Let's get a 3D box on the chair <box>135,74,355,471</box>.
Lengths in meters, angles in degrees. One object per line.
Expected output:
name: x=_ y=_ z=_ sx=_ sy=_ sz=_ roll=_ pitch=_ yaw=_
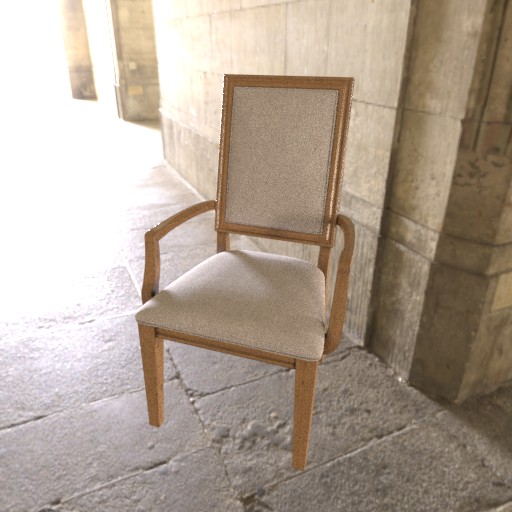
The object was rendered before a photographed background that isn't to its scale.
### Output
chair: x=0.000 y=0.000 z=1.358 sx=0.606 sy=0.990 sz=0.602 roll=9 pitch=27 yaw=17
